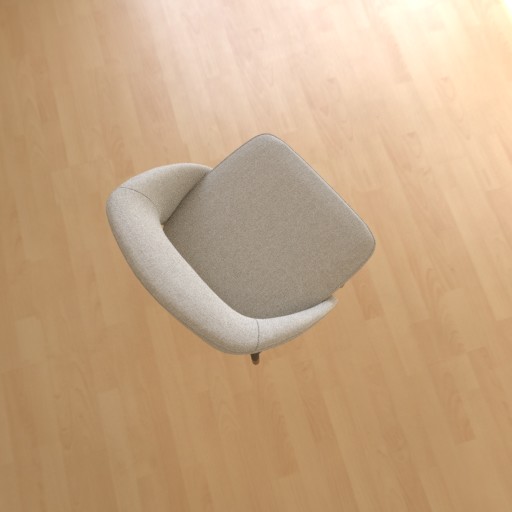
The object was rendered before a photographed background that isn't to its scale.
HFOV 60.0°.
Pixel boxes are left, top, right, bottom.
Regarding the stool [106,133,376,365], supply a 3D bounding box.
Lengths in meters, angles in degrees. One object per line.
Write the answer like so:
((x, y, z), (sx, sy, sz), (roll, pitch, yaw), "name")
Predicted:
((0.000, 0.000, 1.245), (0.509, 0.940, 0.494), (-41, 80, -9), "stool")
